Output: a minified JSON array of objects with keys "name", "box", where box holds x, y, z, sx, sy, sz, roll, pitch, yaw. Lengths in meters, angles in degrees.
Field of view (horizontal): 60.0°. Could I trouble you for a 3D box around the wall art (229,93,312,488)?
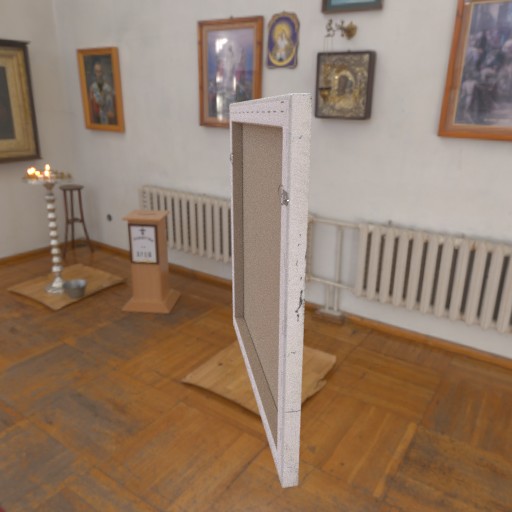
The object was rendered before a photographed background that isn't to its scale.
[{"name":"wall art","box":[0.000,0.000,1.149,0.038,0.762,0.762,-3,18,-10]}]
